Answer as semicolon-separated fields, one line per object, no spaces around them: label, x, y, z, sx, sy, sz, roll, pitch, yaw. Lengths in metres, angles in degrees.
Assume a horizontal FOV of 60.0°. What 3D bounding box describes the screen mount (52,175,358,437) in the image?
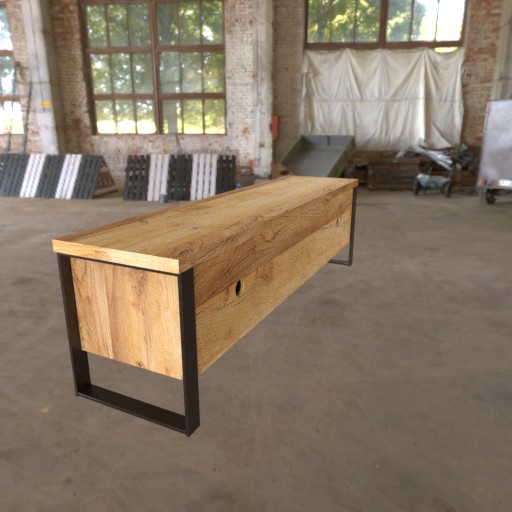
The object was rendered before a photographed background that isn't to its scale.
screen mount;0.000;0.000;1.731;0.395;0.450;1.524;8;19;25
